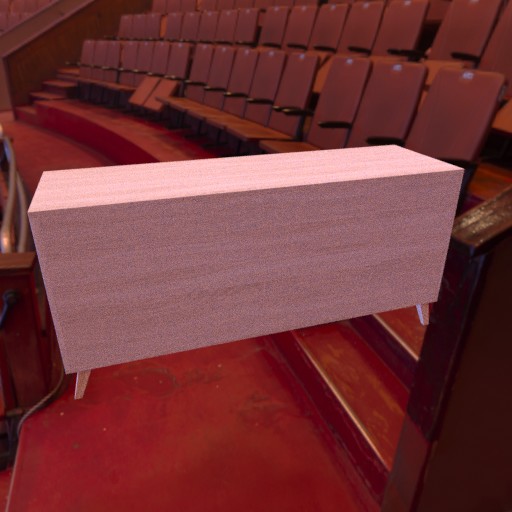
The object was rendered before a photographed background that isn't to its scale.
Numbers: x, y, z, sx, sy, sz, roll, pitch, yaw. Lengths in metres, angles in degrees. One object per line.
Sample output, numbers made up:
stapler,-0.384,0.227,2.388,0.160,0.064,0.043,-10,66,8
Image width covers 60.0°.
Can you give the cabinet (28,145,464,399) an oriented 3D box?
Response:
cabinet,0.000,0.000,1.984,1.649,0.780,0.500,-8,27,-16
